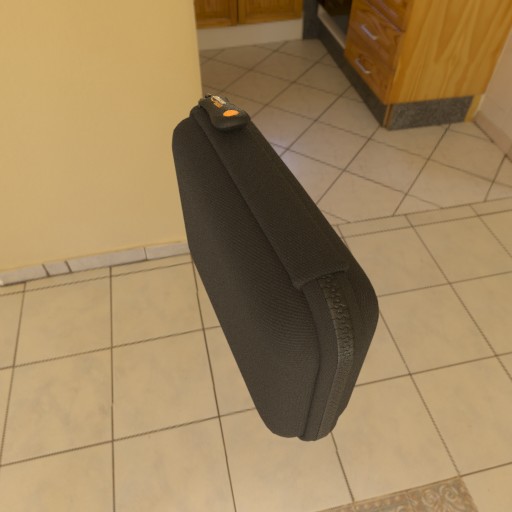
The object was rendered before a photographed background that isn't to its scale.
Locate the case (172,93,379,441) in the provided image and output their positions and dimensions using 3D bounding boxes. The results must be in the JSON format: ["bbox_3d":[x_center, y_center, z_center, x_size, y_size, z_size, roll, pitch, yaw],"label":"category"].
[{"bbox_3d":[0.000,0.000,0.182,0.038,0.105,0.132,-17,51,-15],"label":"case"}]
